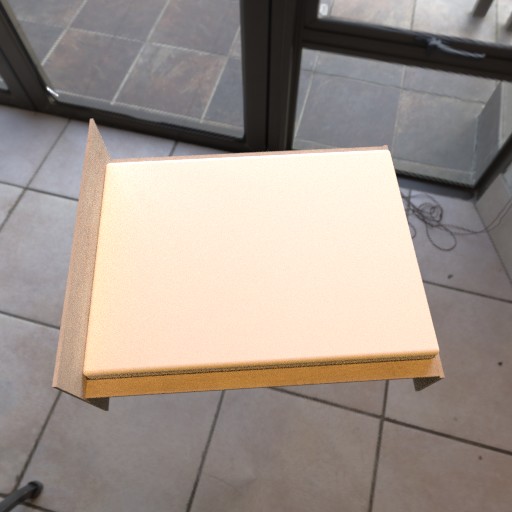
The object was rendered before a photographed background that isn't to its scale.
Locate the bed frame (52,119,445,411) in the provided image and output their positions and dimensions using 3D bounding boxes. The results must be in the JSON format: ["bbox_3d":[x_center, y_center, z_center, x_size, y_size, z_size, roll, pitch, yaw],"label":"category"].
[{"bbox_3d":[0.000,0.000,2.766,1.960,0.800,1.622,-3,63,-2],"label":"bed frame"}]
